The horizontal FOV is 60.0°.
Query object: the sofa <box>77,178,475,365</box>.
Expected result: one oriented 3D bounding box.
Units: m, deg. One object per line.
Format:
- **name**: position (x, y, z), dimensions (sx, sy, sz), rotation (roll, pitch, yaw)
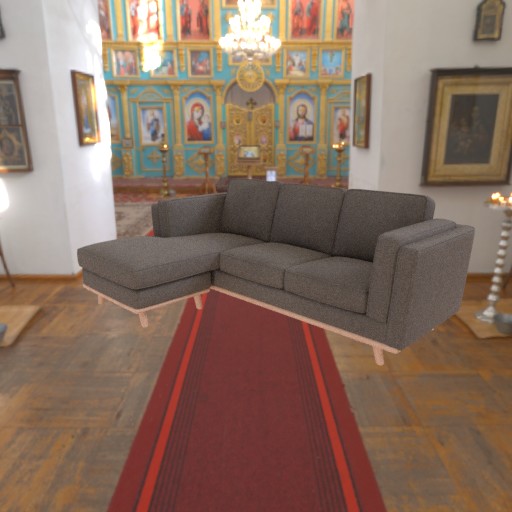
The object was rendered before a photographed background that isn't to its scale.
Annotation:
- **sofa**: position (0.000, 0.000, 3.141), dimensions (2.411, 0.929, 1.604), rotation (14, 20, 43)
